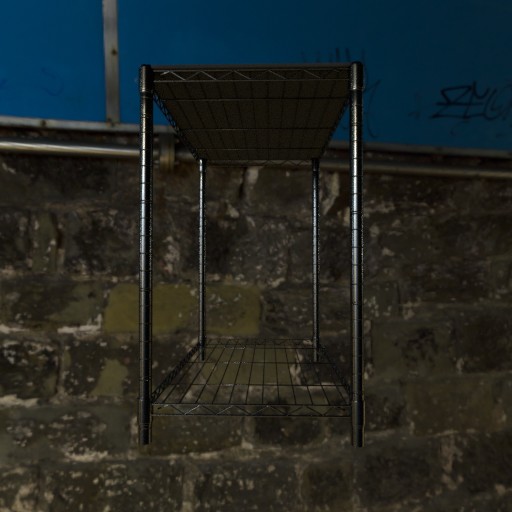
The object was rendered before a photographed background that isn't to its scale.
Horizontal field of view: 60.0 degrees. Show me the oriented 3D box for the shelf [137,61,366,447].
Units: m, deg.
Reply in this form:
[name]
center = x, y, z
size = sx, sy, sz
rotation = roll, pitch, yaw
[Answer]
[shelf]
center = 0.000, 0.000, 0.942
size = 0.338, 0.564, 0.589
rotation = 0, -1, 2
